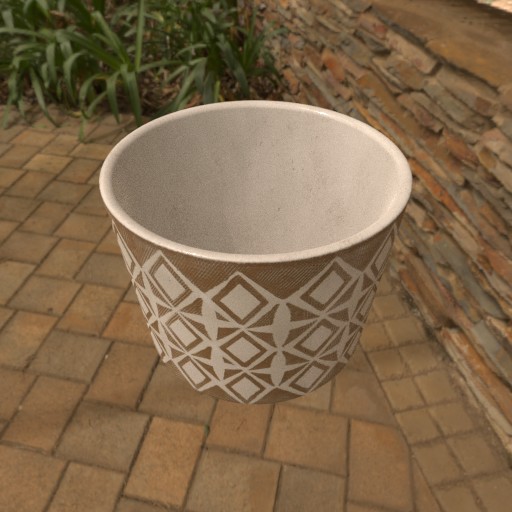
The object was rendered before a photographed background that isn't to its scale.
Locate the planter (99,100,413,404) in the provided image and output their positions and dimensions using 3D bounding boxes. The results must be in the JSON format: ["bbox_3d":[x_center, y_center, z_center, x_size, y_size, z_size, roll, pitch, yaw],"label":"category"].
[{"bbox_3d":[0.000,0.000,0.452,0.260,0.220,0.260,0,41,0],"label":"planter"}]
